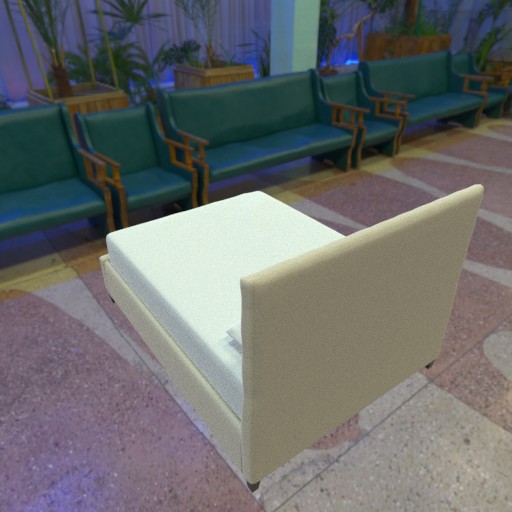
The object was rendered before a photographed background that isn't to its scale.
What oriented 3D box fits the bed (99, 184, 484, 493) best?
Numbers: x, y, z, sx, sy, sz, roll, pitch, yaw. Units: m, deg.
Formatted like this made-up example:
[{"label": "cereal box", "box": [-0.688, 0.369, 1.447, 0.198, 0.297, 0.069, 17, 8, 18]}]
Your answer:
[{"label": "bed", "box": [0.000, 0.000, 3.252, 1.696, 1.426, 2.233, -21, 37, -30]}]
